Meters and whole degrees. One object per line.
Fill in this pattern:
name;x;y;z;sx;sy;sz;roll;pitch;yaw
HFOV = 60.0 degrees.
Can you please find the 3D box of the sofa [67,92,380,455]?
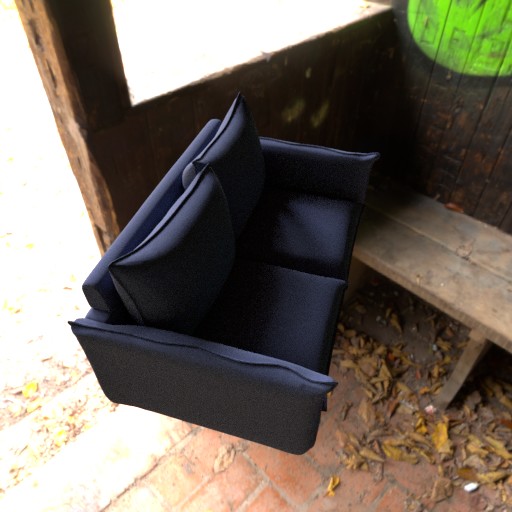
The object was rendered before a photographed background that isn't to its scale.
sofa;0.000;0.000;1.820;0.820;0.840;1.300;12;45;12
